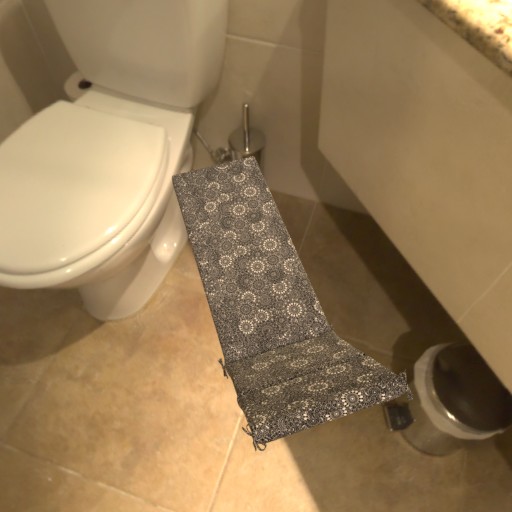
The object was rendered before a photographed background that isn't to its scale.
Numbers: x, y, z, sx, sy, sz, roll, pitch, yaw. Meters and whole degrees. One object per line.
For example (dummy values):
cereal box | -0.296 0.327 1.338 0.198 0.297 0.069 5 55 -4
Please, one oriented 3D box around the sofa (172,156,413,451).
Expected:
sofa | 0.000 0.000 2.029 0.582 0.622 1.663 -15 59 -9
